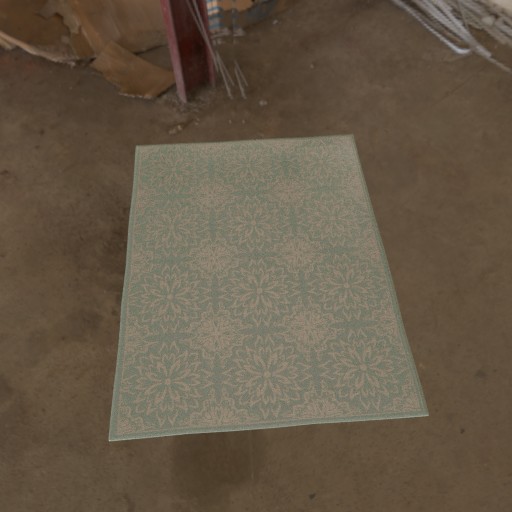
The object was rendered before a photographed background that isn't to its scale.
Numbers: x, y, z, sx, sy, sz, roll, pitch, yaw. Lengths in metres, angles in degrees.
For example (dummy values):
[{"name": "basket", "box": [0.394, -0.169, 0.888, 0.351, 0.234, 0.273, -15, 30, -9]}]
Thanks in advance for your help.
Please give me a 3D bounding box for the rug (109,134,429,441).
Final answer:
[{"name": "rug", "box": [0.000, 0.000, 4.035, 2.363, 0.012, 2.980, -4, 58, -2]}]
